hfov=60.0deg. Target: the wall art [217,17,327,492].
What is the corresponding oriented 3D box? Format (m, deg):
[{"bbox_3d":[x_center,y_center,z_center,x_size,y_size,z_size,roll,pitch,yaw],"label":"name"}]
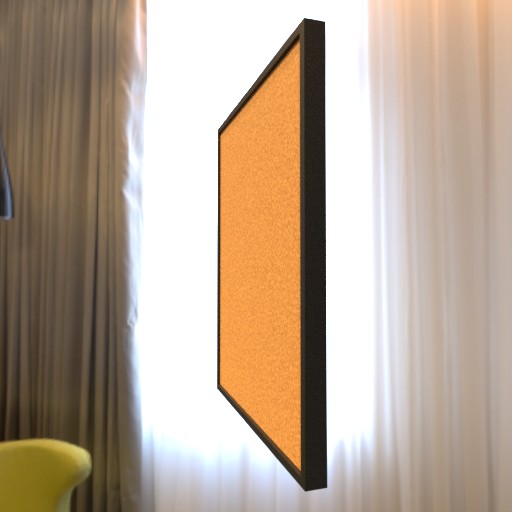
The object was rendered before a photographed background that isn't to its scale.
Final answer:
[{"bbox_3d":[0.000,0.000,0.743,0.029,0.559,0.457,0,-1,-18],"label":"wall art"}]
